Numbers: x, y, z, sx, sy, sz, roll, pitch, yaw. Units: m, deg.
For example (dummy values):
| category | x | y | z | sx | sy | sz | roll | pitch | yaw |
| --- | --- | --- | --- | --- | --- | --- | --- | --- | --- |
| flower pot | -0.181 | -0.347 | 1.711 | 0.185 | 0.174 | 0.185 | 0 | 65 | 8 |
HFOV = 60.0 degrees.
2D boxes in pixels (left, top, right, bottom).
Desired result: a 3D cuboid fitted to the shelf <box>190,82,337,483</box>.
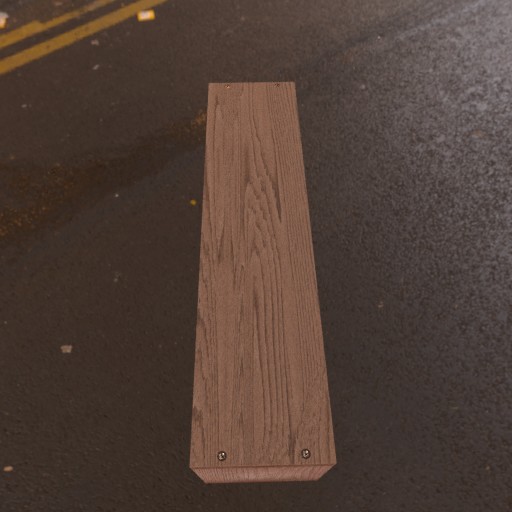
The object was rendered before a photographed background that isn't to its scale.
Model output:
| category | x | y | z | sx | sy | sz | roll | pitch | yaw |
| --- | --- | --- | --- | --- | --- | --- | --- | --- | --- |
| shelf | 0.000 | 0.000 | 0.685 | 0.150 | 0.170 | 0.610 | -1 | 58 | -1 |
